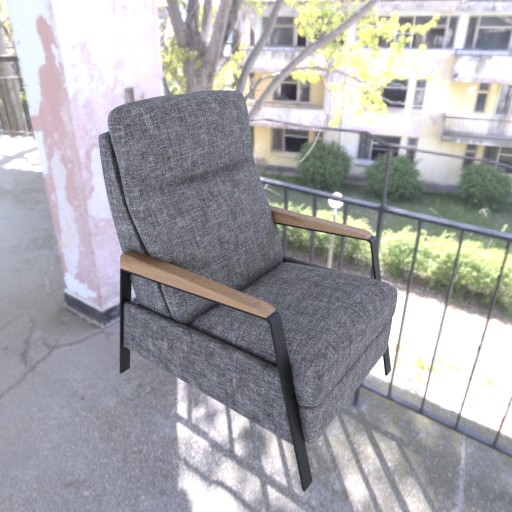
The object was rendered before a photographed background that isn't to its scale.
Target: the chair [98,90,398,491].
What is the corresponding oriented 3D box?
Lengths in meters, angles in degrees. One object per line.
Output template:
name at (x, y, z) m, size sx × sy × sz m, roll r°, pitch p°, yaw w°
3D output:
chair at (0.000, 0.000, 1.559) m, size 0.868 × 1.042 × 0.671 m, roll 18°, pitch 32°, yaw 33°
